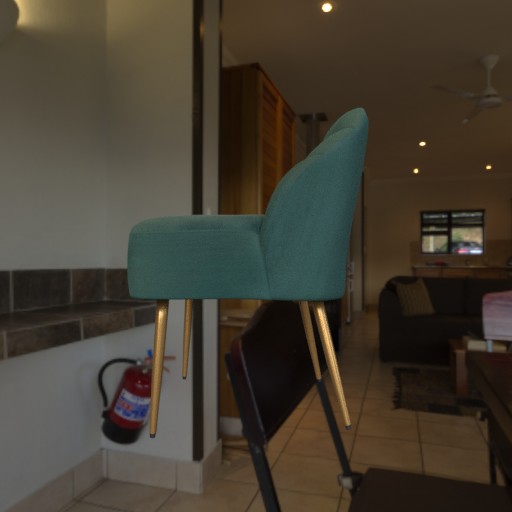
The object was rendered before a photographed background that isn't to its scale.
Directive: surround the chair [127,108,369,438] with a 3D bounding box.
[{"bbox_3d":[0.000,0.000,1.249,0.599,0.819,0.657,0,-1,-1],"label":"chair"}]
